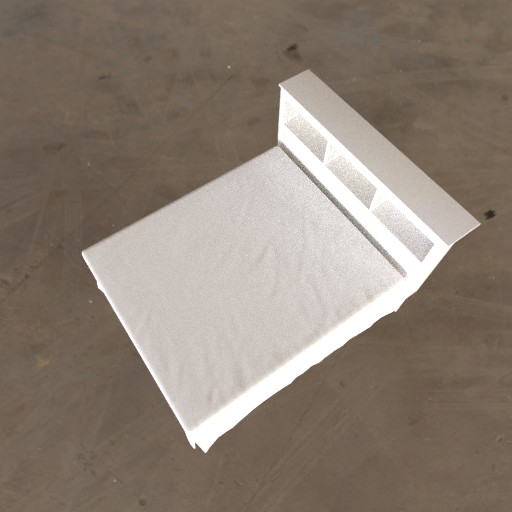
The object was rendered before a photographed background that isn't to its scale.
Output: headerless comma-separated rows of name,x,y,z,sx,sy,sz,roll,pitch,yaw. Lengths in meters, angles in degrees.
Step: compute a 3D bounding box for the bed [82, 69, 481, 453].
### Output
bed,0.000,0.000,3.180,2.133,1.092,1.671,-32,66,-16
